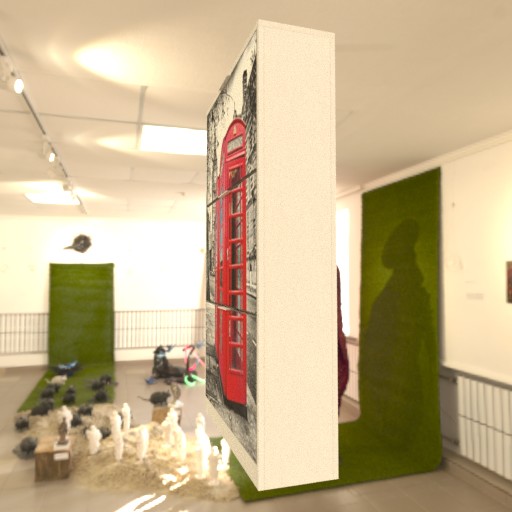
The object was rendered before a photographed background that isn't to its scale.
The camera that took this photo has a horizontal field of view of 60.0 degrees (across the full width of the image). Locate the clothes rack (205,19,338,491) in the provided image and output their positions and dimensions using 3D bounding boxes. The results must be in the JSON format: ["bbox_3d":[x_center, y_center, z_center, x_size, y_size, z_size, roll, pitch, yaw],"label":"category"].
[{"bbox_3d":[0.000,0.000,1.591,0.250,1.280,0.750,1,-3,-17],"label":"clothes rack"}]
